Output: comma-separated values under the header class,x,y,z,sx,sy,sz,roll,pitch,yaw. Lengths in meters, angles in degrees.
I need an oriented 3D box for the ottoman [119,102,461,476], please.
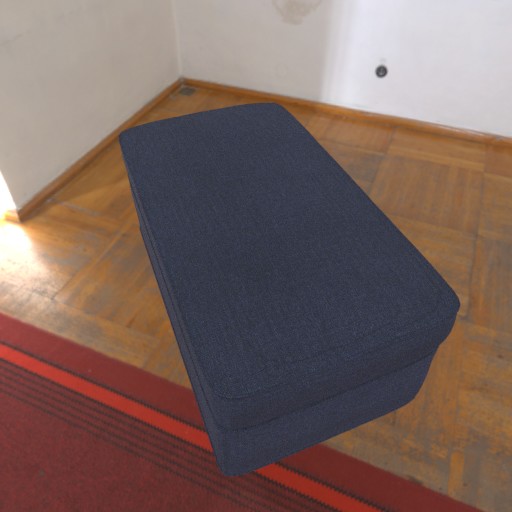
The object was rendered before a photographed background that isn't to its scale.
class,x,y,z,sx,sy,sz,roll,pitch,yaw
ottoman,0.000,0.000,1.158,0.505,0.453,0.895,-16,48,-15
